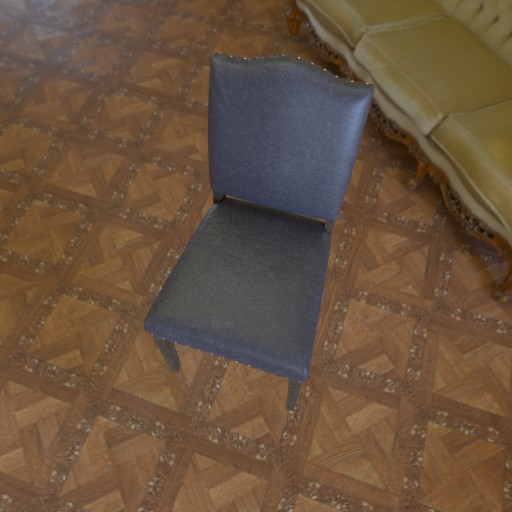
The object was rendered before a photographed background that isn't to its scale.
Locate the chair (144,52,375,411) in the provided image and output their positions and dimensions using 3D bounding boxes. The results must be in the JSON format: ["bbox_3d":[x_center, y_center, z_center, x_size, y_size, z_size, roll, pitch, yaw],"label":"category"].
[{"bbox_3d":[0.000,0.000,1.378,0.500,0.991,0.633,16,60,9],"label":"chair"}]
